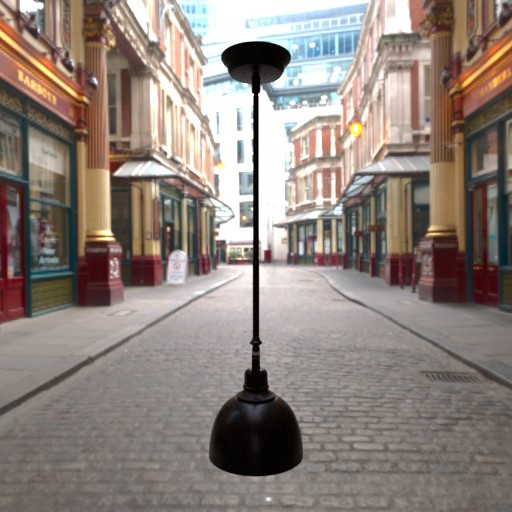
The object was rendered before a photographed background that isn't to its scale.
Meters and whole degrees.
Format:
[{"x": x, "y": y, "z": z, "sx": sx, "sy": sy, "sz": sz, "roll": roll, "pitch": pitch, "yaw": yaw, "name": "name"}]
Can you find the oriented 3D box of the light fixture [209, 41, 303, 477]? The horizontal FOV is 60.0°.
[{"x": 0.000, "y": 0.000, "z": 0.858, "sx": 0.182, "sy": 0.768, "sz": 0.182, "roll": 0, "pitch": 0, "yaw": 1, "name": "light fixture"}]
